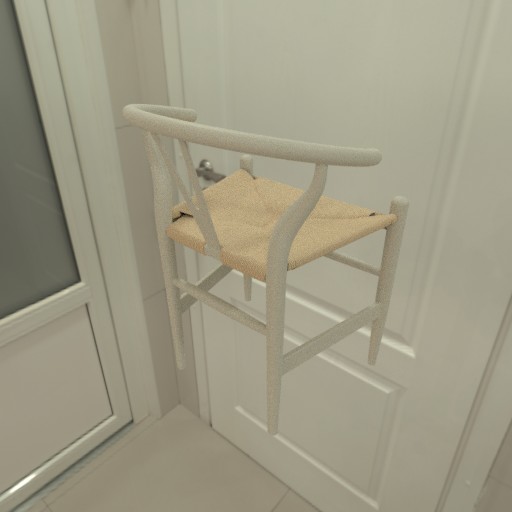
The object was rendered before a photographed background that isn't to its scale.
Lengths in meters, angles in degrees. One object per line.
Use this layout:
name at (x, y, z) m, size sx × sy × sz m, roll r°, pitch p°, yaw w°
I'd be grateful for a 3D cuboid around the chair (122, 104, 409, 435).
chair at (0.000, 0.000, 1.056) m, size 0.533 × 0.736 × 0.500 m, roll 24°, pitch 38°, yaw 34°
